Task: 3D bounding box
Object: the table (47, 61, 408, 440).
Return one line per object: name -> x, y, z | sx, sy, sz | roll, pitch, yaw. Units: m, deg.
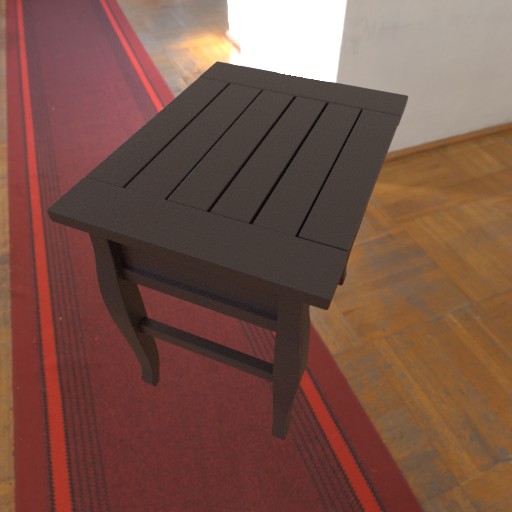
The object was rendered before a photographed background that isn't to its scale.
table -> 0.000, 0.000, 1.040 | 0.460, 0.605, 0.602 | 17, 49, 16
